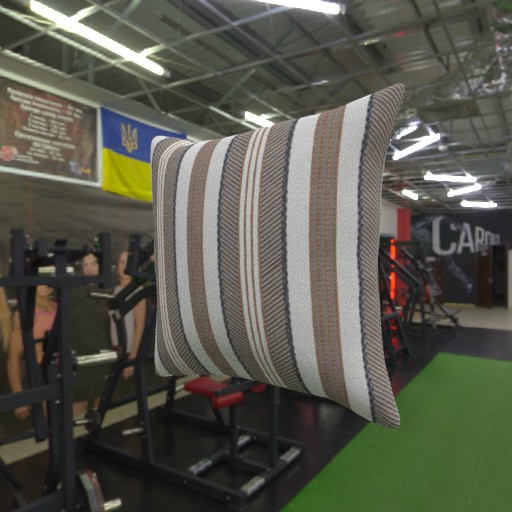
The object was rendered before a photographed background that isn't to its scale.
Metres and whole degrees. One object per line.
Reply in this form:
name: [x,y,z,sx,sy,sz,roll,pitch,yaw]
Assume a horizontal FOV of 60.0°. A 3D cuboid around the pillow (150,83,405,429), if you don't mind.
pillow: [0.000,0.000,0.627,0.416,0.401,0.173,0,0,35]
